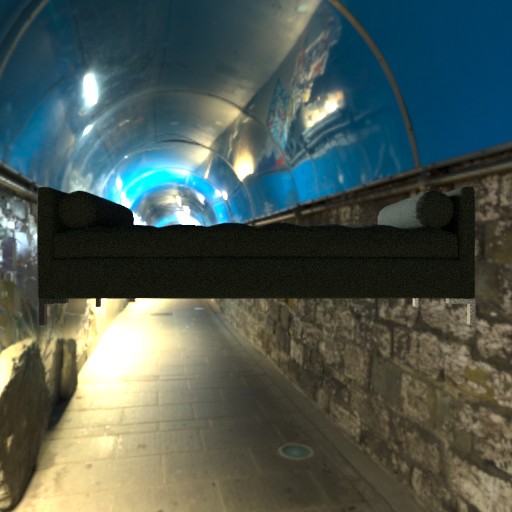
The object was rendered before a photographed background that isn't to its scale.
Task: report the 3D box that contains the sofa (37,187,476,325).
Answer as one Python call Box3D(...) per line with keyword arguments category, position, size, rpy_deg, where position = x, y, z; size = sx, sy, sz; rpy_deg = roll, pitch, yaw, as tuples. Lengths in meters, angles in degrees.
Box3D(category="sofa", position=(0.000, 0.000, 2.470), size=(2.102, 0.657, 0.797), rpy_deg=(0, 0, 0))
